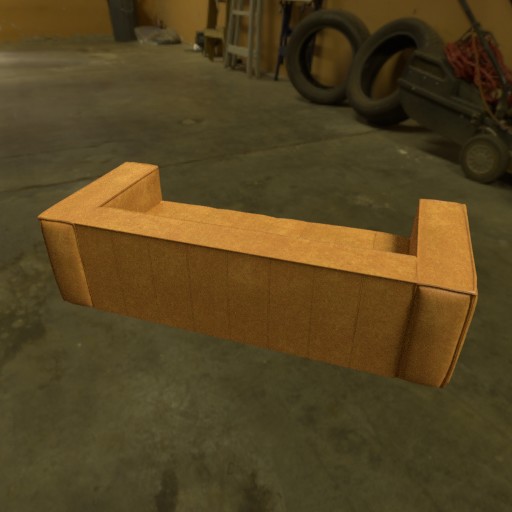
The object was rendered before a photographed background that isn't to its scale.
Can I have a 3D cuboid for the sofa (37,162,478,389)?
[{"bbox_3d":[0.000,0.000,2.992,2.581,0.701,1.102,10,33,16],"label":"sofa"}]
